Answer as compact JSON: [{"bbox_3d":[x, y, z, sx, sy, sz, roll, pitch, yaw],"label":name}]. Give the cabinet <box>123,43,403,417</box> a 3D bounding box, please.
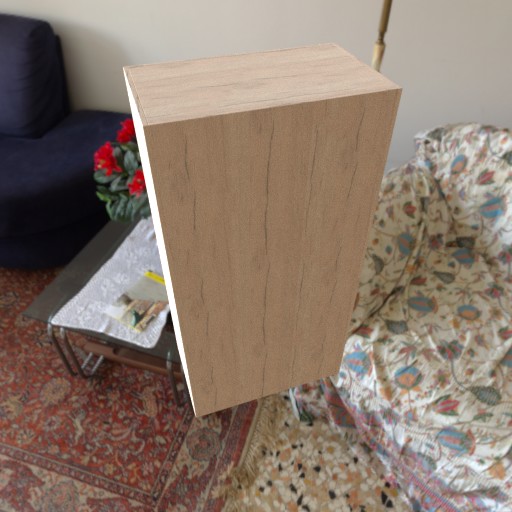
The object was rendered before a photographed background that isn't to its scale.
[{"bbox_3d":[0.000,0.000,2.416,0.980,1.930,0.580,-13,44,-14],"label":"cabinet"}]
